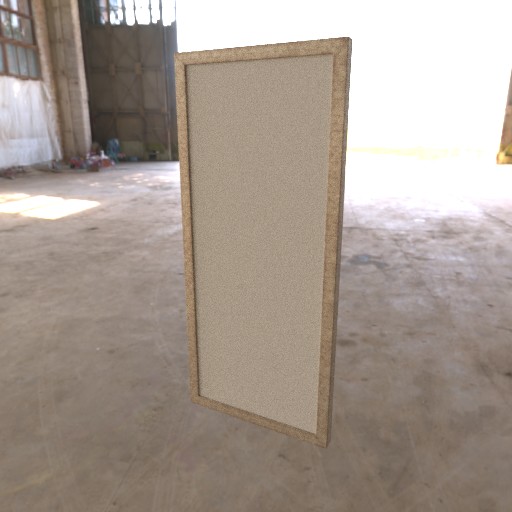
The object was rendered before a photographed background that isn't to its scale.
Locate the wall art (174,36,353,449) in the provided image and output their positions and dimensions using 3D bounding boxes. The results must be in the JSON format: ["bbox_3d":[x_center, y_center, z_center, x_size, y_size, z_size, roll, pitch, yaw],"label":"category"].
[{"bbox_3d":[0.000,0.000,1.685,0.648,1.461,0.051,9,18,27],"label":"wall art"}]
